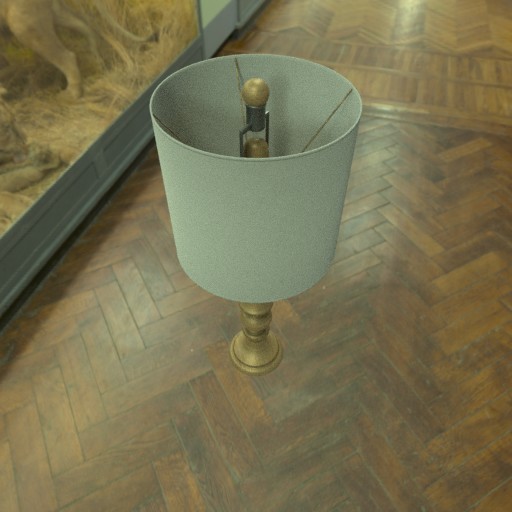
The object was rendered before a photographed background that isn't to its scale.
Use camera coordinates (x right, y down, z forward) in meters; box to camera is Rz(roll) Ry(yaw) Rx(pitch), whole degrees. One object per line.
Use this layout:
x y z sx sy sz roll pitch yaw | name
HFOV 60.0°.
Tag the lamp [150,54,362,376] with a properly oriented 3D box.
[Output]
0.000 0.000 0.730 0.250 0.597 0.250 -10 48 -9 | lamp
